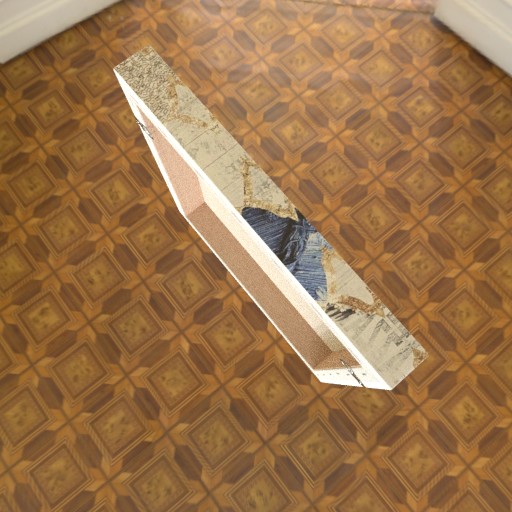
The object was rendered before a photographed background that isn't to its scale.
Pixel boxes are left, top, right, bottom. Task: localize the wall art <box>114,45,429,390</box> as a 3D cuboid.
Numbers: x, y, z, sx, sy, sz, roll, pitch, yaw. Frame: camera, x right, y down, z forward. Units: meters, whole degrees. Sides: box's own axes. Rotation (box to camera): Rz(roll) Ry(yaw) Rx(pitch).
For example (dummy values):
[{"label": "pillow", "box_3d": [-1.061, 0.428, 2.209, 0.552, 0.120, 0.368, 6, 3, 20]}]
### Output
[{"label": "wall art", "box_3d": [0.000, 0.000, 0.453, 0.036, 0.304, 0.303, -39, 78, -9]}]
